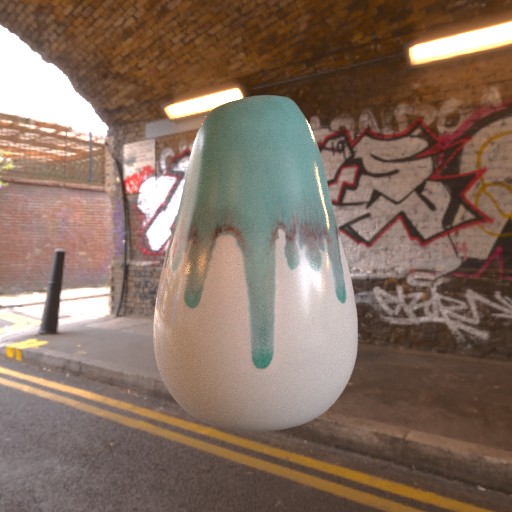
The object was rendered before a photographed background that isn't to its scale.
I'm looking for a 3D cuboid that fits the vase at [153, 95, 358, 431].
[{"bbox_3d":[0.000,0.000,0.257,0.116,0.179,0.116,0,1,0],"label":"vase"}]
